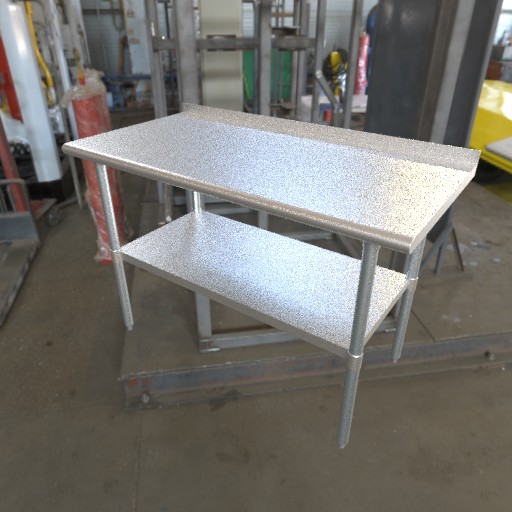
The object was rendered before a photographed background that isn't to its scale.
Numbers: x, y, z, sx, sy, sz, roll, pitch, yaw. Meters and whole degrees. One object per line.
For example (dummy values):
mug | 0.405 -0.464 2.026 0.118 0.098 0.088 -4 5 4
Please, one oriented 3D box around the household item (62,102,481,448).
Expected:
household item | 0.000 0.000 1.631 1.219 0.851 0.610 20 36 30
